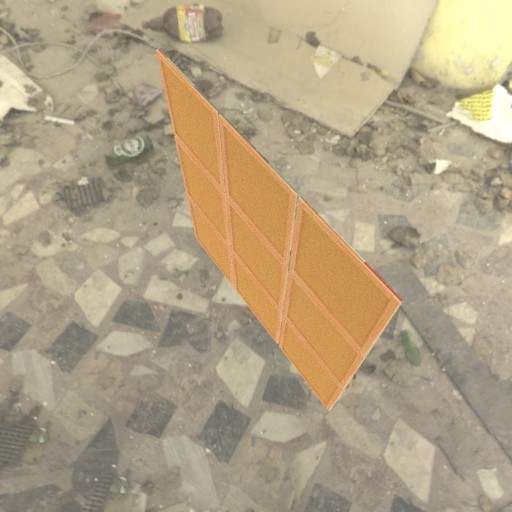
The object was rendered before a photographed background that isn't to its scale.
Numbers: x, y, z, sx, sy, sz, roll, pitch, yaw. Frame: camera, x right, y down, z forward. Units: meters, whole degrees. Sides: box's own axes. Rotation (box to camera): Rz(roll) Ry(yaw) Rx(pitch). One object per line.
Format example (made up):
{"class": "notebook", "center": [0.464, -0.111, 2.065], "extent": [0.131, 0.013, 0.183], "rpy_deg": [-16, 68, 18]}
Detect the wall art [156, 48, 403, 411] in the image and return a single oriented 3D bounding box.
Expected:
{"class": "wall art", "center": [0.000, 0.000, 1.850], "extent": [0.013, 1.220, 1.216], "rpy_deg": [-31, 64, -17]}
